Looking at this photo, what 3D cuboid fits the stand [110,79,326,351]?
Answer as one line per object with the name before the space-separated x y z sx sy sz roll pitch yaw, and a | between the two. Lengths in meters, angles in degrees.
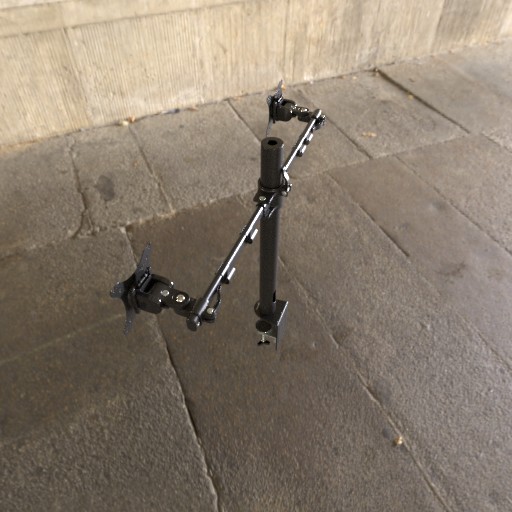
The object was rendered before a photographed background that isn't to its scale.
stand | 0.000 0.000 1.020 0.150 0.603 0.743 15 47 15
